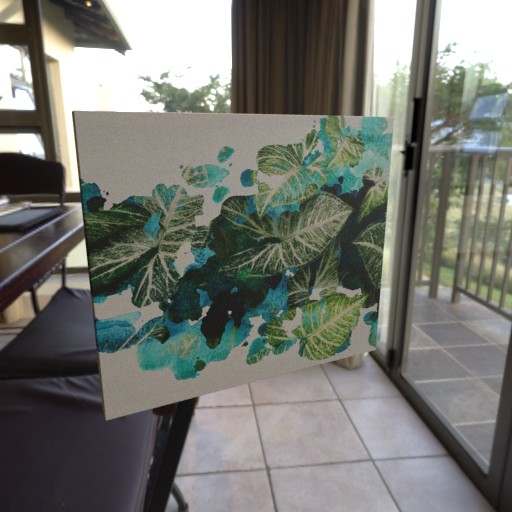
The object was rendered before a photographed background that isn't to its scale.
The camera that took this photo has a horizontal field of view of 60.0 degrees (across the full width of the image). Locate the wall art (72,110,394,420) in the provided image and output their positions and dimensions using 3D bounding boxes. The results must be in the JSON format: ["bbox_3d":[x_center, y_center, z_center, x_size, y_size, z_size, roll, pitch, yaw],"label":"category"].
[{"bbox_3d":[0.000,0.000,1.002,0.711,0.610,0.043,-7,17,-25],"label":"wall art"}]
